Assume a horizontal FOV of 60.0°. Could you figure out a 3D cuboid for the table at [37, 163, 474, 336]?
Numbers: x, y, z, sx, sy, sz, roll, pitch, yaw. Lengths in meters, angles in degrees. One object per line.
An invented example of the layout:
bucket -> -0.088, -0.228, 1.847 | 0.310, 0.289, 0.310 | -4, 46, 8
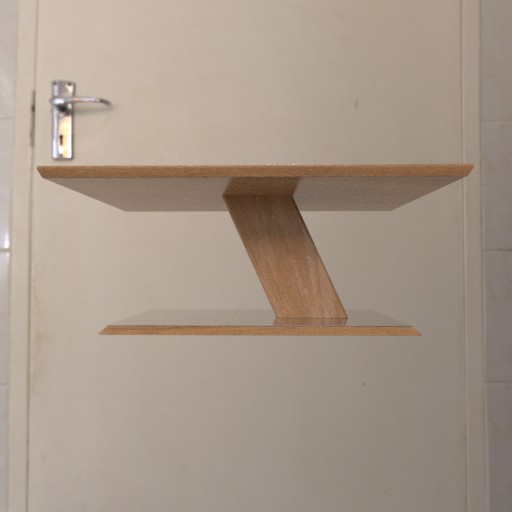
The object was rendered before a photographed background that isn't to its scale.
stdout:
table -> 0.000, 0.000, 1.453 | 1.100, 0.441, 0.692 | 0, -2, 1
